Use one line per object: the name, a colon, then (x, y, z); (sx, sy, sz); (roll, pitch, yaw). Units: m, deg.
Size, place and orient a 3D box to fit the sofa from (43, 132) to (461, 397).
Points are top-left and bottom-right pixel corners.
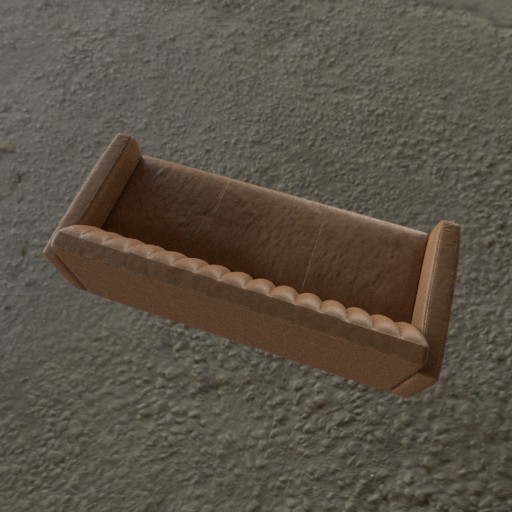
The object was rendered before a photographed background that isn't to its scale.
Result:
sofa: (0.000, 0.000, 2.756); (2.291, 0.821, 0.990); (17, 64, 8)
